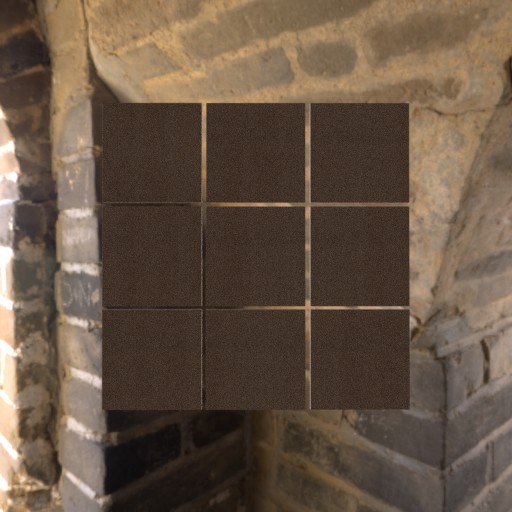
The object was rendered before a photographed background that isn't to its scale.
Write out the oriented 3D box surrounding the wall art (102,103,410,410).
[{"bbox_3d":[0.000,0.000,1.765,1.219,1.218,0.013,0,0,0],"label":"wall art"}]
